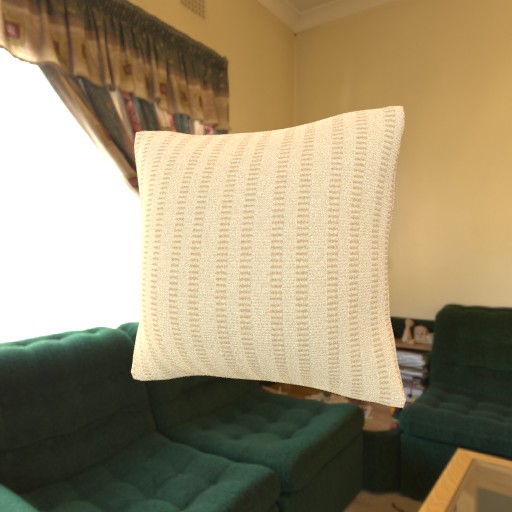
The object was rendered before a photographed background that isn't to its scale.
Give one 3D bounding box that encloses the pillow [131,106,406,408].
[{"bbox_3d":[0.000,0.000,0.681,0.438,0.419,0.247,0,1,19],"label":"pillow"}]
